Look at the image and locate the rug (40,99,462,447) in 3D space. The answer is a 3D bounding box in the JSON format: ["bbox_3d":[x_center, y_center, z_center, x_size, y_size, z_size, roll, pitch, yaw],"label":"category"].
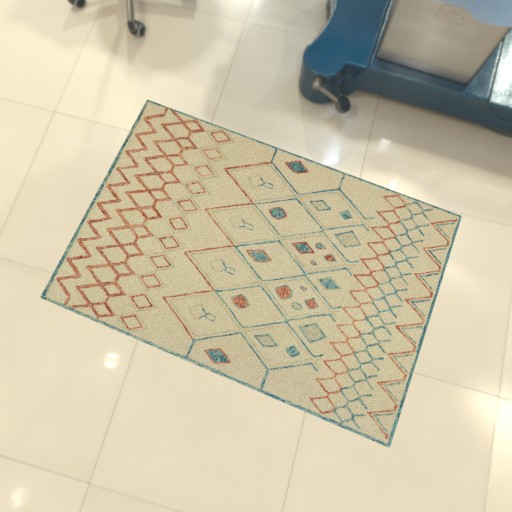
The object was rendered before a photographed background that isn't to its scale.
[{"bbox_3d":[0.000,0.000,2.266,1.829,0.016,1.219,22,76,6],"label":"rug"}]
